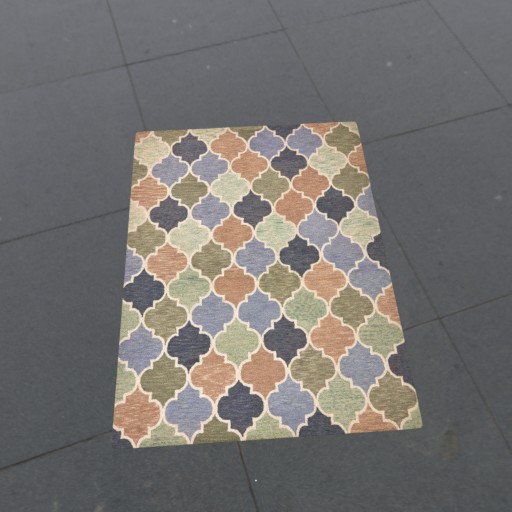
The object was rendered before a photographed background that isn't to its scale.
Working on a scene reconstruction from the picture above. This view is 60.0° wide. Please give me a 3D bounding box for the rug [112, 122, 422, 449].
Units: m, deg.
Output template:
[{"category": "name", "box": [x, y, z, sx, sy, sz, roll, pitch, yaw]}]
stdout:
[{"category": "rug", "box": [0.000, 0.000, 4.176, 2.439, 0.013, 3.200, -3, 63, -2]}]
